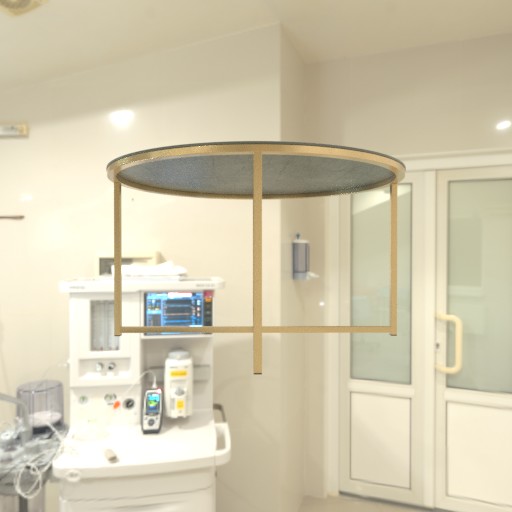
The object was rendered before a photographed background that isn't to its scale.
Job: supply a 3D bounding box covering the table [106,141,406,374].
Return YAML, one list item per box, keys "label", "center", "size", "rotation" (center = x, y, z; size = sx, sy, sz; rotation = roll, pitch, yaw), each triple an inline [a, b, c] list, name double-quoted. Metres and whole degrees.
- label: "table"
  center: [0.000, 0.000, 1.253]
  size: [0.800, 0.450, 0.800]
  rotation: [0, 1, 0]
